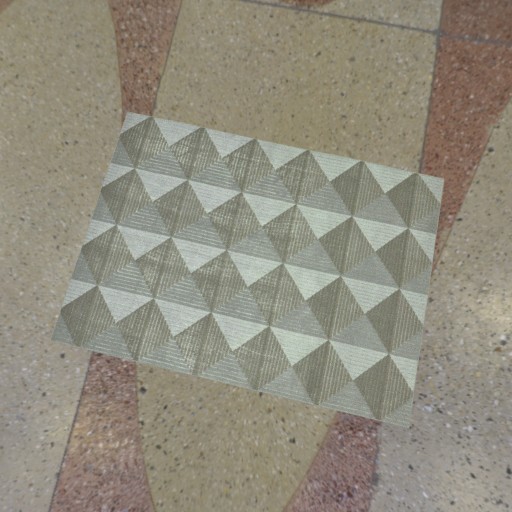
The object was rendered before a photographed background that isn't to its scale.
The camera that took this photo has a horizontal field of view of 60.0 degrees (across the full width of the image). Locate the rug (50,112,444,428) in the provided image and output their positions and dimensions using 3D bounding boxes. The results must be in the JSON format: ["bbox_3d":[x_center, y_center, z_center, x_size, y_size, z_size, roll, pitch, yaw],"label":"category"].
[{"bbox_3d":[0.000,0.000,4.272,3.333,0.027,2.428,13,77,3],"label":"rug"}]
